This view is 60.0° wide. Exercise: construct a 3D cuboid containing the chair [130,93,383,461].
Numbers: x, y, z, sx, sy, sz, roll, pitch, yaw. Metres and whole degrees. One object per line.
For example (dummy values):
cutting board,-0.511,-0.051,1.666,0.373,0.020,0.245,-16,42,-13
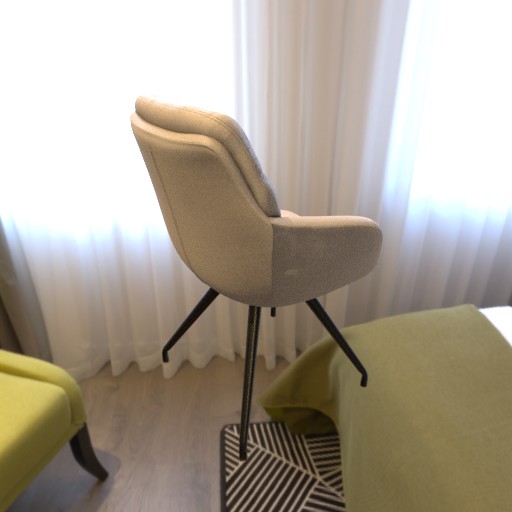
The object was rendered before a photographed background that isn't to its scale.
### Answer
chair,0.000,0.000,1.269,0.569,0.888,0.579,-18,32,-31
